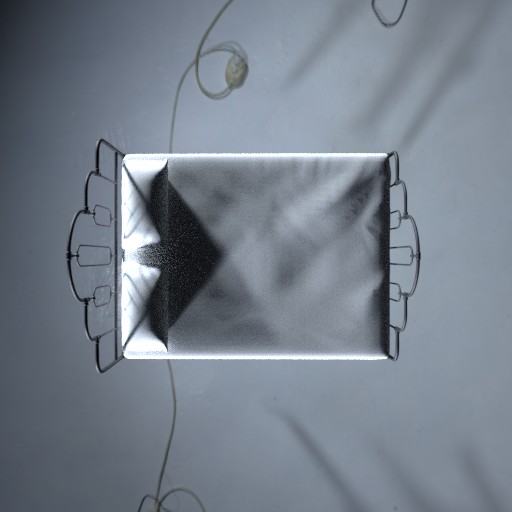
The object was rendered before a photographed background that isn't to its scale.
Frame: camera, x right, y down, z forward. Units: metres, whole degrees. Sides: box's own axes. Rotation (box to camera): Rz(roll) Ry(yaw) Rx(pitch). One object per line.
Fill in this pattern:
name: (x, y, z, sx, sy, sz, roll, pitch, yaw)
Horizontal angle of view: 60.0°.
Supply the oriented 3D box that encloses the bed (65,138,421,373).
bed: (0.000, 0.000, 3.219, 2.163, 1.429, 1.640, 0, 90, 1)
